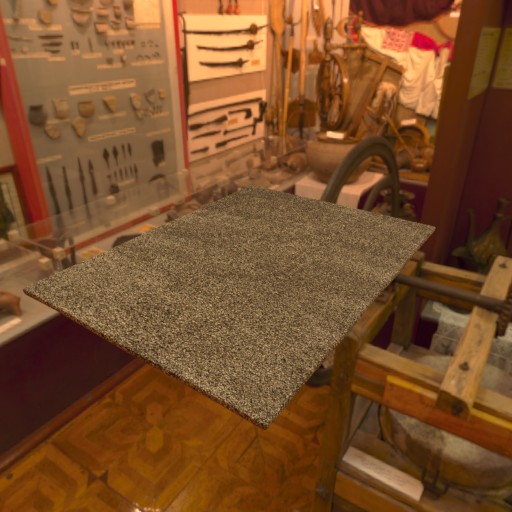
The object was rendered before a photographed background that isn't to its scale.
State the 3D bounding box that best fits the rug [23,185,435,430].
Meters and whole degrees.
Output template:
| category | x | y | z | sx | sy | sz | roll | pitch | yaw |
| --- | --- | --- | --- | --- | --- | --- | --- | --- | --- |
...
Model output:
| category | x | y | z | sx | sy | sz | roll | pitch | yaw |
| --- | --- | --- | --- | --- | --- | --- | --- | --- | --- |
| rug | 0.000 | 0.000 | 2.076 | 1.198 | 0.025 | 1.601 | 18 | 33 | 31 |
